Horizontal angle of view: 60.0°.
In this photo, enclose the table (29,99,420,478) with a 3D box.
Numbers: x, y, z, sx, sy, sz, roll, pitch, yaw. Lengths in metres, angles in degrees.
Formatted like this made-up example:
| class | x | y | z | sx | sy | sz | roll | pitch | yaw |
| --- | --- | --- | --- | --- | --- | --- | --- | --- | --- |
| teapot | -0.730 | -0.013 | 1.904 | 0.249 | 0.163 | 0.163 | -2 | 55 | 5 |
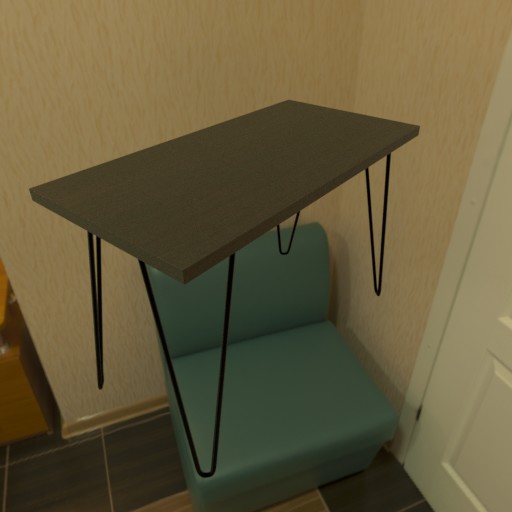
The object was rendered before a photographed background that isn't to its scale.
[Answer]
| class | x | y | z | sx | sy | sz | roll | pitch | yaw |
| --- | --- | --- | --- | --- | --- | --- | --- | --- | --- |
| table | 0.000 | 0.000 | 1.358 | 0.499 | 0.660 | 0.991 | 24 | 41 | 32 |
